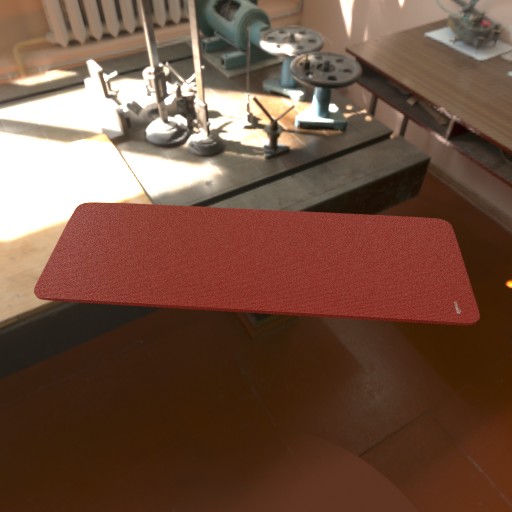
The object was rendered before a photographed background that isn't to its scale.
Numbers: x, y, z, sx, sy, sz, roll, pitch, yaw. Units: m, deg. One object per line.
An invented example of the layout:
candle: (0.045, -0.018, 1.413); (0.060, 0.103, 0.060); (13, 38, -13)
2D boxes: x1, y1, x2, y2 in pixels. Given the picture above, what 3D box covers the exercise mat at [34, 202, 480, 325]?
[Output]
exercise mat: (0.000, 0.000, 2.017); (1.869, 0.021, 0.616); (3, 47, 3)
